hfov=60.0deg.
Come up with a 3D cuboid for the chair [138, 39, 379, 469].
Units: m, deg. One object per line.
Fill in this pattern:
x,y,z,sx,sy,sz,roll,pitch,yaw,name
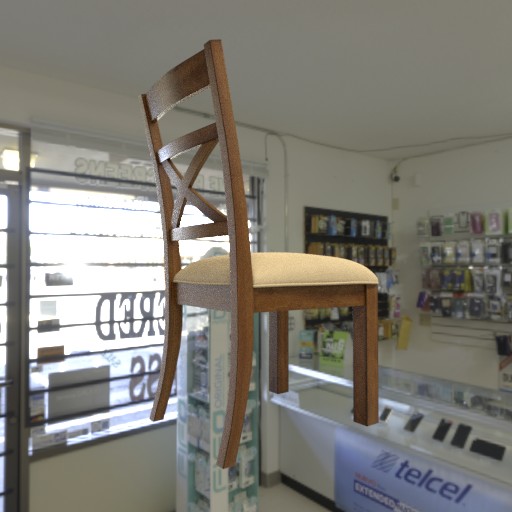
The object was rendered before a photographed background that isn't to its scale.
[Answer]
0.000,0.000,1.286,0.581,0.949,0.461,1,-2,-37,chair
